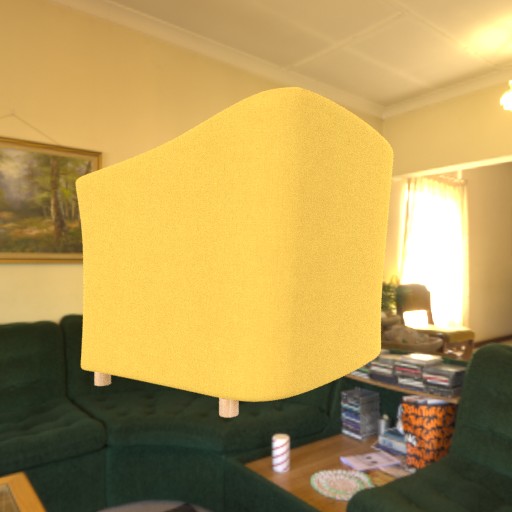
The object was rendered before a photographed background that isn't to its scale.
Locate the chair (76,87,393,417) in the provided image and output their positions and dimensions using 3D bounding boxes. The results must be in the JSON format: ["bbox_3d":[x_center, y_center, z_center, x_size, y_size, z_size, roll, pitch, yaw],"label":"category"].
[{"bbox_3d":[0.000,0.000,1.355,0.700,0.720,0.790,-1,-2,35],"label":"chair"}]
